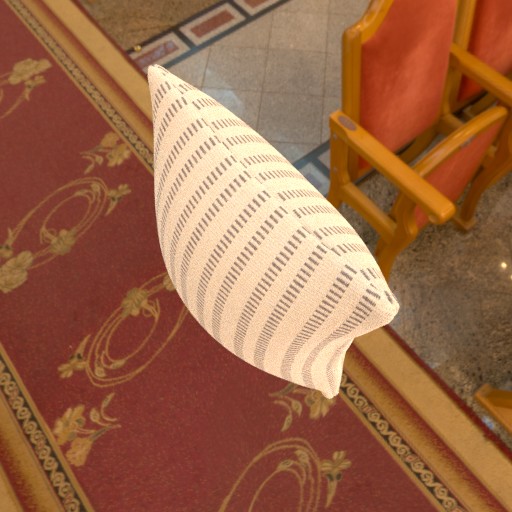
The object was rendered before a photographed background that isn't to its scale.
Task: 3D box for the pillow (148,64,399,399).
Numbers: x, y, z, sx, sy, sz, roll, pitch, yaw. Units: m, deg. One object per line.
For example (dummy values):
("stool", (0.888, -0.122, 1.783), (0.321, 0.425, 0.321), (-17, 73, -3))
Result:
("pillow", (0.000, 0.000, 0.672), (0.247, 0.419, 0.438), (-35, 68, -17))
